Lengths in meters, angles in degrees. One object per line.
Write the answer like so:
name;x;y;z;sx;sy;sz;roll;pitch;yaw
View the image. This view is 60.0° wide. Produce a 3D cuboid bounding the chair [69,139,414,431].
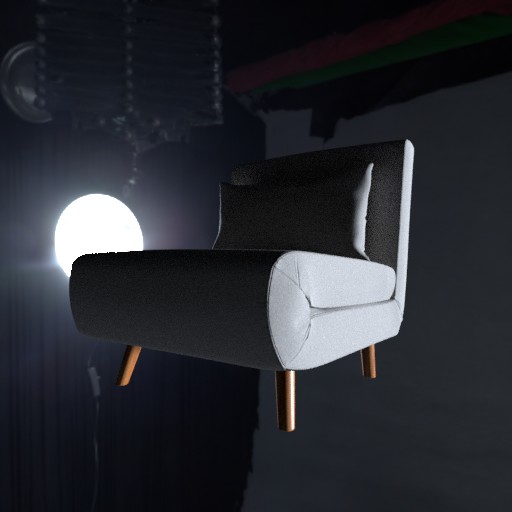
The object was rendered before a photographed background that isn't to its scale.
chair;0.000;0.000;1.438;0.770;0.808;0.902;0;0;36
